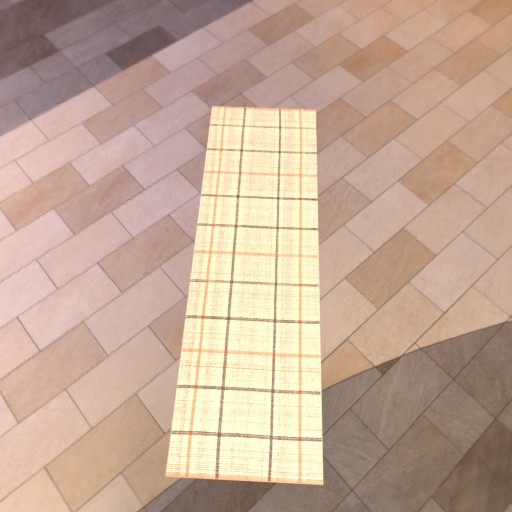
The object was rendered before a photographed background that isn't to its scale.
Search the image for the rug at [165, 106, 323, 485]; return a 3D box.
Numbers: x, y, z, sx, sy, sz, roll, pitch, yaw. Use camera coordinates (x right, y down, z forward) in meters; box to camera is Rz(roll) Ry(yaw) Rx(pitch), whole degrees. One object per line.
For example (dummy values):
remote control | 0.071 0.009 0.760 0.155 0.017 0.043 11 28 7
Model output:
rug | 0.000 0.000 2.693 0.762 0.008 2.439 2 63 1
